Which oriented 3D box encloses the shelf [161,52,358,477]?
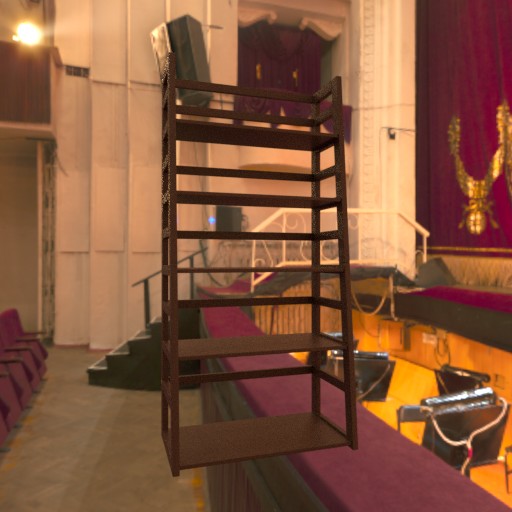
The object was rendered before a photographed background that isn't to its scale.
[{"bbox_3d":[0.000,0.000,1.911,0.763,1.600,0.403,0,0,-18],"label":"shelf"}]
